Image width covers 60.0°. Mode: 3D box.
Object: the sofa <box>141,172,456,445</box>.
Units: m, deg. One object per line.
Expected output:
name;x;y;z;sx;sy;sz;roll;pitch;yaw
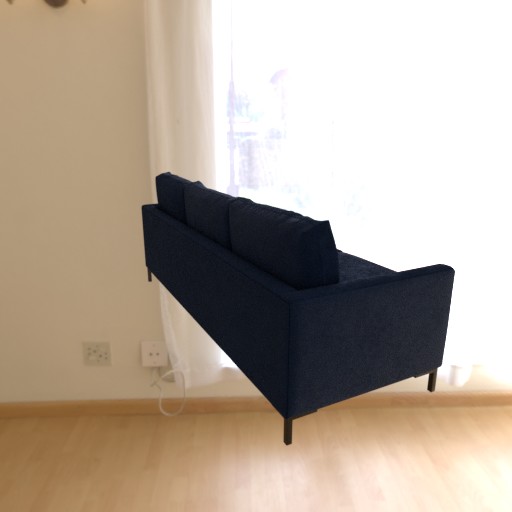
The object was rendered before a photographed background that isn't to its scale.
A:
sofa;0.000;0.000;2.738;0.875;0.879;2.252;-8;18;-26
